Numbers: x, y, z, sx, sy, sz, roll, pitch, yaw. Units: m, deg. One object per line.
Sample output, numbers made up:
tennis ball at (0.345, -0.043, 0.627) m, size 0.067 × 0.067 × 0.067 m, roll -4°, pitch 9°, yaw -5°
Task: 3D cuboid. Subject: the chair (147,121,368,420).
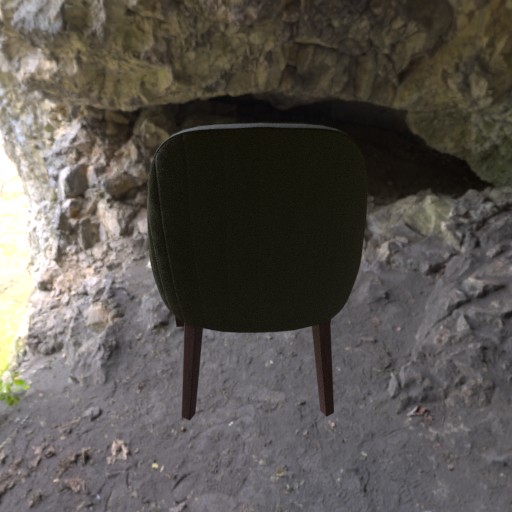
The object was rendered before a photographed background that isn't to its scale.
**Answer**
chair at (0.000, 0.000, 1.303) m, size 0.643 × 0.889 × 0.575 m, roll -1°, pitch 29°, yaw -2°
